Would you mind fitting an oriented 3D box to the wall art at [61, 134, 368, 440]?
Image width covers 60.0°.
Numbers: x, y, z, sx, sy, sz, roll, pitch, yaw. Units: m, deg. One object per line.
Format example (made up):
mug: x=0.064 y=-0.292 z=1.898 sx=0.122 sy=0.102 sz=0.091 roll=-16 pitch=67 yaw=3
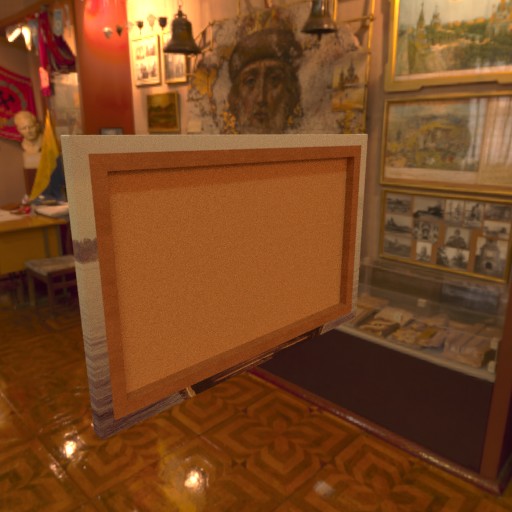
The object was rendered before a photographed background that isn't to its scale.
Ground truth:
wall art: x=0.000 y=0.000 z=1.150 sx=0.916 sy=0.609 sz=0.037 roll=-14 pitch=21 yaw=-42
